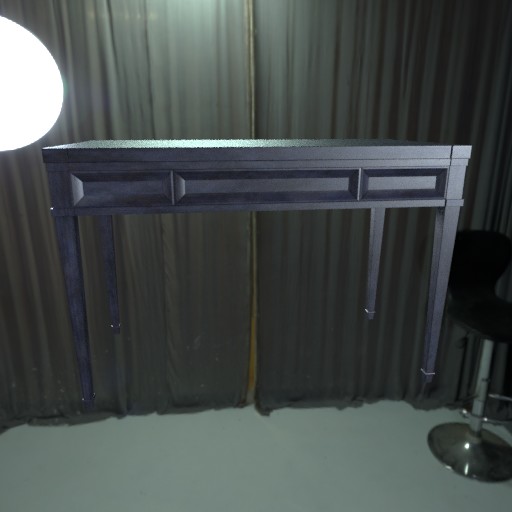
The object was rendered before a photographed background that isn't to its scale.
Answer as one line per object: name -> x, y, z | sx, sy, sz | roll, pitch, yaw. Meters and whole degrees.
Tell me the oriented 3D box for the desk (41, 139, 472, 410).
desk -> 0.000, 0.000, 1.735 | 1.289, 0.861, 0.630 | -2, 17, -8
